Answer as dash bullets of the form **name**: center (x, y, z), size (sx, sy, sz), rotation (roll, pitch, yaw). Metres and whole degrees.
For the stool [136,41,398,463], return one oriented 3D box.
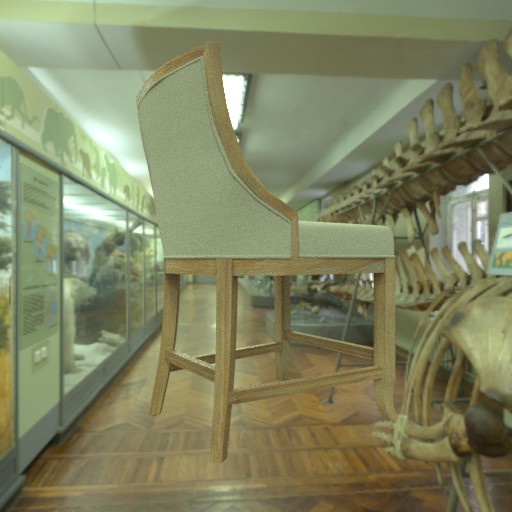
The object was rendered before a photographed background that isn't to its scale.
- **stool**: center (0.000, 0.000, 1.297), size (0.626, 0.938, 0.524), rotation (0, 0, -35)
